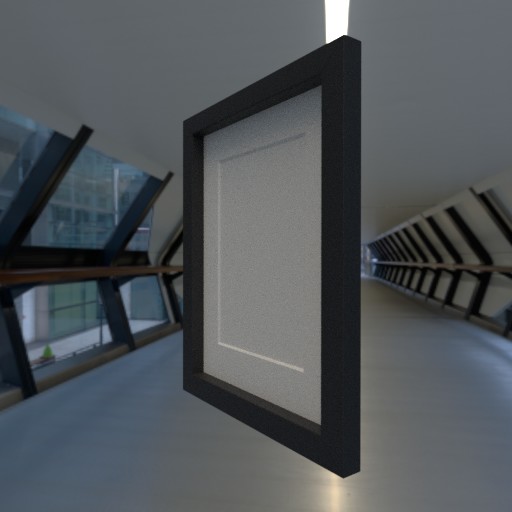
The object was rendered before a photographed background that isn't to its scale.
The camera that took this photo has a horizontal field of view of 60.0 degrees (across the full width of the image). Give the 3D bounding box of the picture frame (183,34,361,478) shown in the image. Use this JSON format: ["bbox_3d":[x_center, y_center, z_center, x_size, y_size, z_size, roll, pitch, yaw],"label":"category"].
[{"bbox_3d":[0.000,0.000,0.516,0.036,0.383,0.307,0,0,-36],"label":"picture frame"}]
